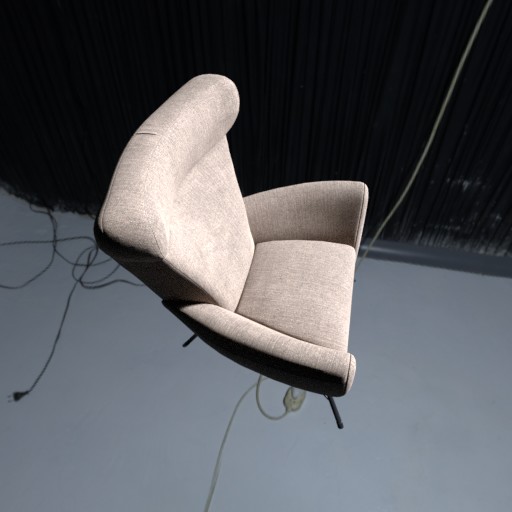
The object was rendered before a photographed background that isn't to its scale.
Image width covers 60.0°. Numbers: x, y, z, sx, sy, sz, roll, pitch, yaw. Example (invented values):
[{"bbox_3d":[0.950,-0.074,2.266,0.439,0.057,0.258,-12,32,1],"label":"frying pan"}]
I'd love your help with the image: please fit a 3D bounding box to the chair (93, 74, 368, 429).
[{"bbox_3d":[0.000,0.000,1.747,0.900,1.040,0.980,9,48,8],"label":"chair"}]
